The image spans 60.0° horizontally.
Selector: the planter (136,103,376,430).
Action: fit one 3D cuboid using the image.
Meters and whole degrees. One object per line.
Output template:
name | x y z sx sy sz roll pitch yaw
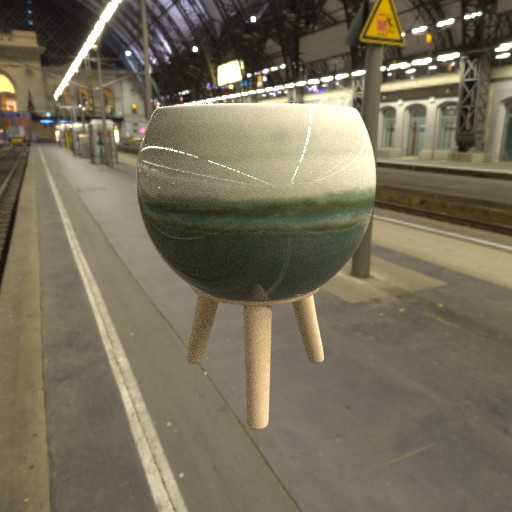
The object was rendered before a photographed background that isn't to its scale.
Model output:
planter | 0.000 0.000 0.442 0.222 0.278 0.222 0 15 0
